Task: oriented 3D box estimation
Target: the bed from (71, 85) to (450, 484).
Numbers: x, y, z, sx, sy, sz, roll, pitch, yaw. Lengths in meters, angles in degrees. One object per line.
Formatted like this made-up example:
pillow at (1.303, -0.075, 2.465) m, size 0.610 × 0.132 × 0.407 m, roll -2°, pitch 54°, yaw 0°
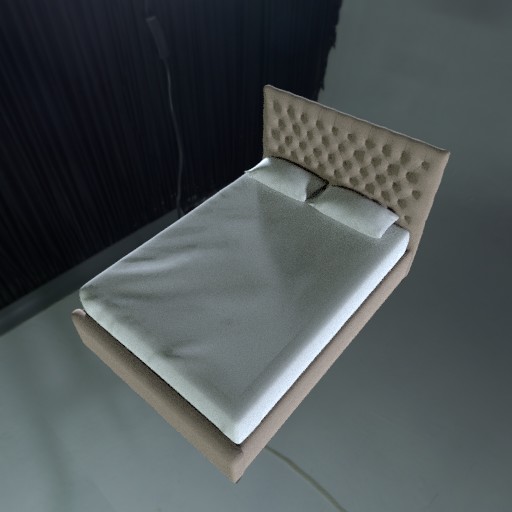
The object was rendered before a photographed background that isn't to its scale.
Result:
bed at (0.000, 0.000, 3.405) m, size 1.698 × 1.427 × 2.387 m, roll 31°, pitch 53°, yaw 27°
